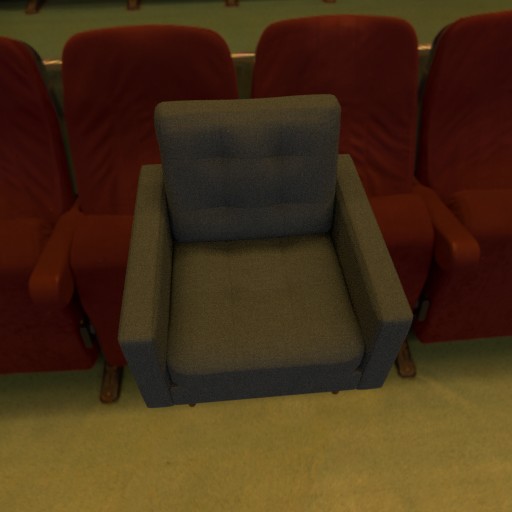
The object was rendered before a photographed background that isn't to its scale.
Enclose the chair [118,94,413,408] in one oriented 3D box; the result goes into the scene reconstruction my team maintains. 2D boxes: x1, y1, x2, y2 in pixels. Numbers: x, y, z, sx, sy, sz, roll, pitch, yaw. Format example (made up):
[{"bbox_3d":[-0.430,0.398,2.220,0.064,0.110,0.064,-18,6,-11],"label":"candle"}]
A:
[{"bbox_3d":[0.000,0.000,1.554,0.821,0.880,0.843,-4,48,-3],"label":"chair"}]
